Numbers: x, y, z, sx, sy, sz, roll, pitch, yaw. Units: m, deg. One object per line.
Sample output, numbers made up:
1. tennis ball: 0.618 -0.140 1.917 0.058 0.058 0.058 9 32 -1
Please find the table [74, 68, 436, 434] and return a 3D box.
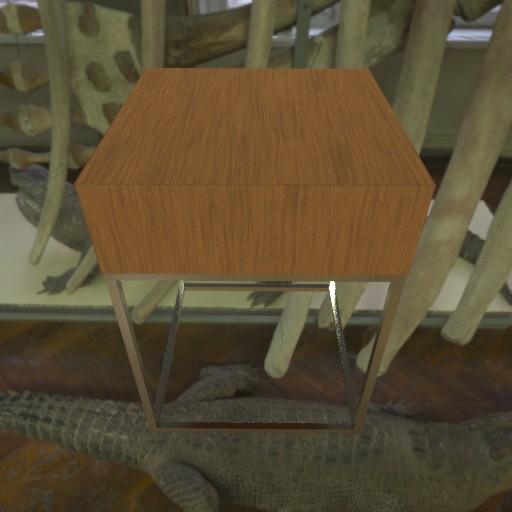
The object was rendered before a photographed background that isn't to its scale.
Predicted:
1. table: 0.000 0.000 0.812 0.398 0.540 0.397 0 40 0
